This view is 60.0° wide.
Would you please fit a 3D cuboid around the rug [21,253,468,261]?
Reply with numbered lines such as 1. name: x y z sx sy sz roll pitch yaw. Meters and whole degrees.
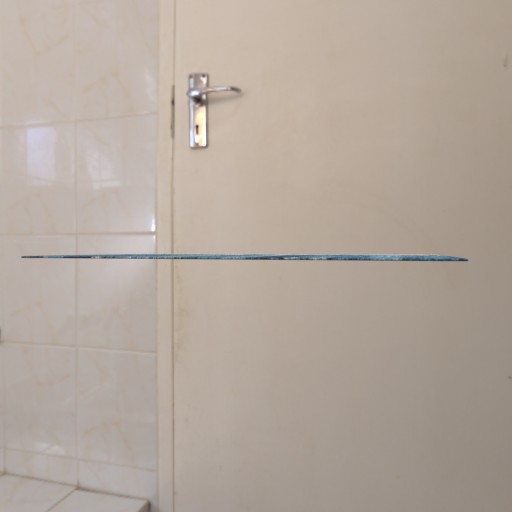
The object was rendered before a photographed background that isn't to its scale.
1. rug: 0.000 0.000 2.282 1.836 0.009 1.232 0 1 18
